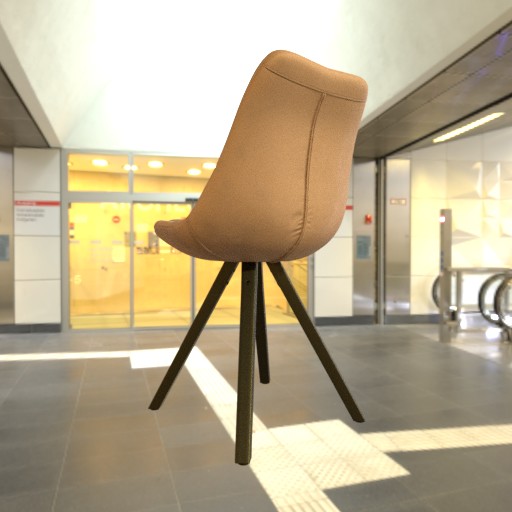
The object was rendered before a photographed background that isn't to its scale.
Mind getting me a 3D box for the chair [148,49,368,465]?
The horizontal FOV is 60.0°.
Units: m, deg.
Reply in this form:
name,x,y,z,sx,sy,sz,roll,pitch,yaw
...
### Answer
name,x,y,z,sx,sy,sz,roll,pitch,yaw
chair,0.000,0.000,1.202,0.483,0.865,0.547,-1,1,-38
